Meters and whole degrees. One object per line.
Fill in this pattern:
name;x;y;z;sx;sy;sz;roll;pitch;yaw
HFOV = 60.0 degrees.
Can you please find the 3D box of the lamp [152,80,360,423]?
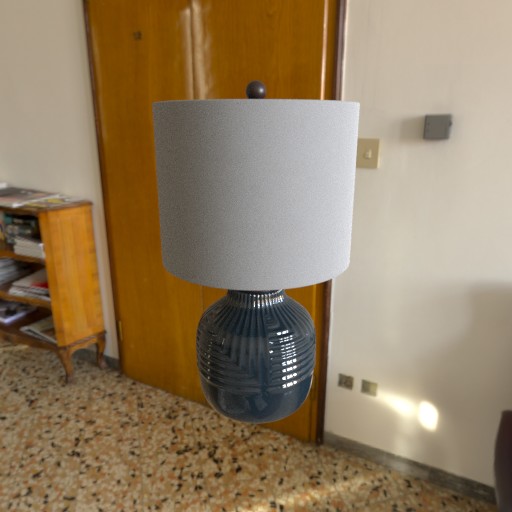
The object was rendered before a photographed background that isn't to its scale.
lamp;0.000;0.000;0.768;0.318;0.567;0.318;0;17;0
